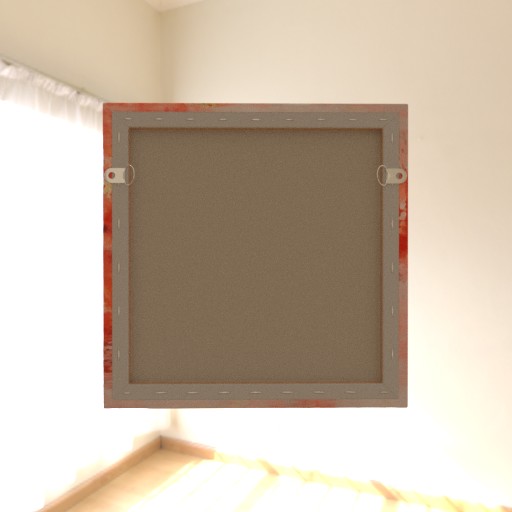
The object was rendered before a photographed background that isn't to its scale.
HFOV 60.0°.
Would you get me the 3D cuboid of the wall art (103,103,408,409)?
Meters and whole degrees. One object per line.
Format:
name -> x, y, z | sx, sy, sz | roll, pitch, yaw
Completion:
wall art -> 0.000, 0.000, 1.273 | 0.878, 0.878, 0.066 | 0, 0, -1
